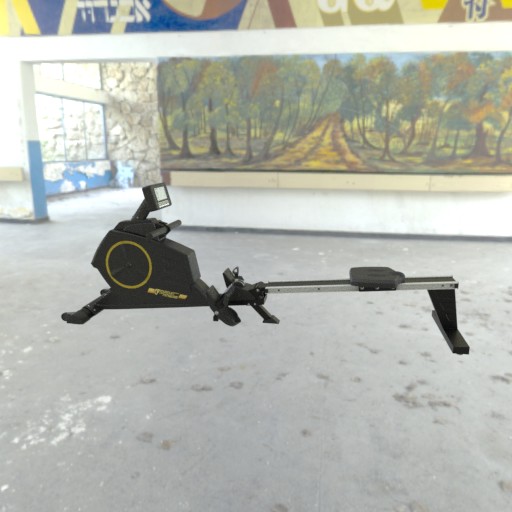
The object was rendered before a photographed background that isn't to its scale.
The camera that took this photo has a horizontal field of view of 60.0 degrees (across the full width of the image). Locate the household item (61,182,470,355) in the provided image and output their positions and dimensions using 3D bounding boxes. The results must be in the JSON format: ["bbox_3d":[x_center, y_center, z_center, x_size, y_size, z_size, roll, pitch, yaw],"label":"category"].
[{"bbox_3d":[0.000,0.000,2.558,2.251,0.810,0.521,2,14,10],"label":"household item"}]
